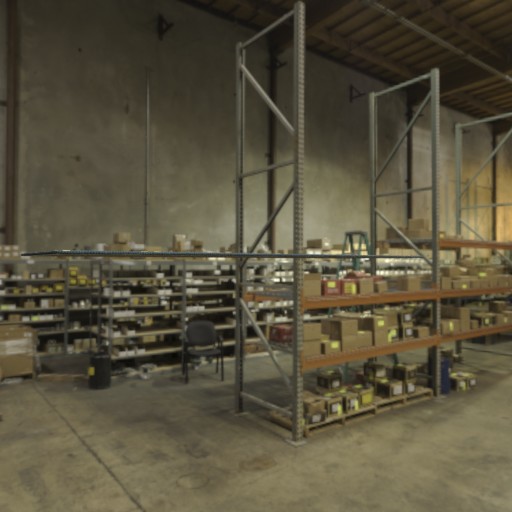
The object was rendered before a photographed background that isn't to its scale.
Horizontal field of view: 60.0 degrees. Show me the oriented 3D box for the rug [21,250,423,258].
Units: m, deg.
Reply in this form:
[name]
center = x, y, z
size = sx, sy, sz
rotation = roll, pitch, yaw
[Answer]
[rug]
center = 0.000, 0.000, 2.510
size = 2.276, 0.014, 0.678
rotation = 1, -1, -37
